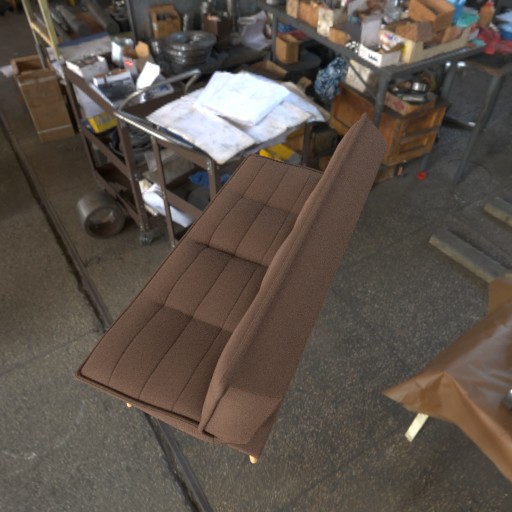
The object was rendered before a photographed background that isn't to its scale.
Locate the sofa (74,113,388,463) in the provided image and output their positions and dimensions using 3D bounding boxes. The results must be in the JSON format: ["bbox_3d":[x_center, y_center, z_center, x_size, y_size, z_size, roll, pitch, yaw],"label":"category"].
[{"bbox_3d":[0.000,0.000,2.416,0.950,0.890,1.940,17,48,16],"label":"sofa"}]
